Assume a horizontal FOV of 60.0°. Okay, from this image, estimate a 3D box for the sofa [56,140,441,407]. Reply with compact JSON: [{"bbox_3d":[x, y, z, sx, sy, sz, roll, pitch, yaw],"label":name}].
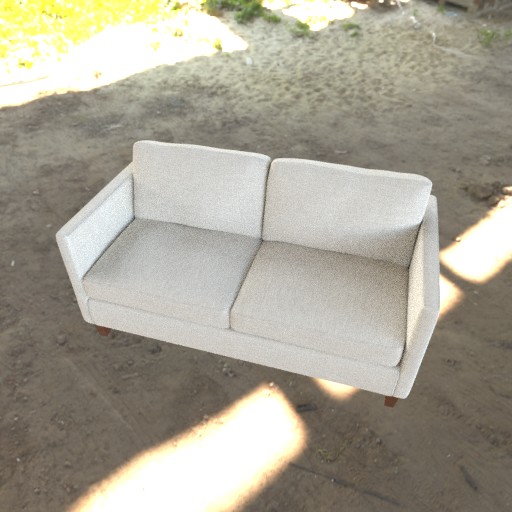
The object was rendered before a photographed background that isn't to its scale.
[{"bbox_3d":[0.000,0.000,2.494,1.838,0.963,0.950,11,41,13],"label":"sofa"}]
